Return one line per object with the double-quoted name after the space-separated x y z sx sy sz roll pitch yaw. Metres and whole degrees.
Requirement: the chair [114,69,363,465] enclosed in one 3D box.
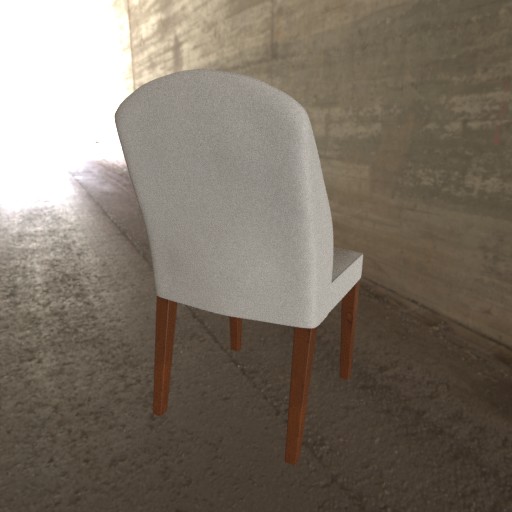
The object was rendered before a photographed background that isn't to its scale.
0.000 0.000 1.213 0.472 0.893 0.540 8 18 26 "chair"
